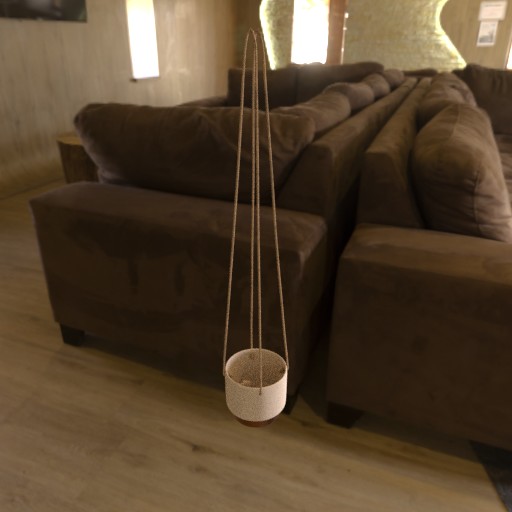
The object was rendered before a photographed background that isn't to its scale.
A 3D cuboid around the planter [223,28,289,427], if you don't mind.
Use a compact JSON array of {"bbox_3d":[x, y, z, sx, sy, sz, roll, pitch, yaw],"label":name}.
[{"bbox_3d":[0.000,0.000,0.919,0.146,0.841,0.146,18,30,33],"label":"planter"}]
